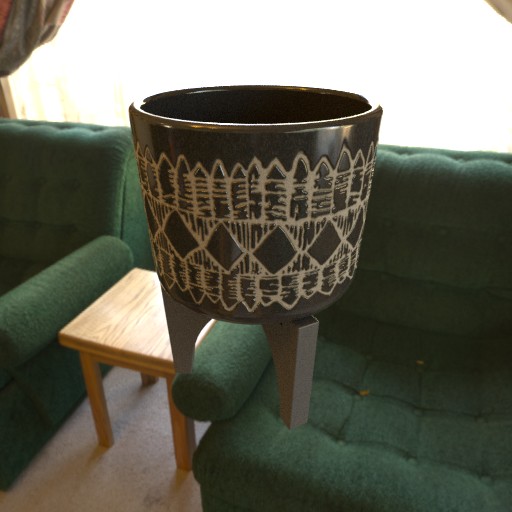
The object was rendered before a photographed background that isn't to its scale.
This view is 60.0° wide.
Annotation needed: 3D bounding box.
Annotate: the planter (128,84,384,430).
[{"bbox_3d":[0.000,0.000,0.528,0.251,0.355,0.251,1,28,2],"label":"planter"}]
